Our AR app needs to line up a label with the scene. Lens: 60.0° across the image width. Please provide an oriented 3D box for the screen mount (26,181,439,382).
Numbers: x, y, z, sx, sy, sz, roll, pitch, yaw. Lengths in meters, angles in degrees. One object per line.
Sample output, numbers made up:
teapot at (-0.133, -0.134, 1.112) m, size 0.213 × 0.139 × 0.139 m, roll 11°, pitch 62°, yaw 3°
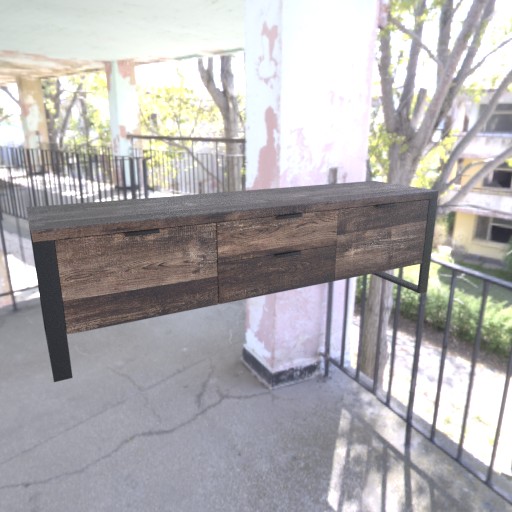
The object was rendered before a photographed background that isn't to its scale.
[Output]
screen mount at (0.000, 0.000, 1.719) m, size 1.524 × 0.450 × 0.395 m, roll -9°, pitch 19°, yaw -27°
